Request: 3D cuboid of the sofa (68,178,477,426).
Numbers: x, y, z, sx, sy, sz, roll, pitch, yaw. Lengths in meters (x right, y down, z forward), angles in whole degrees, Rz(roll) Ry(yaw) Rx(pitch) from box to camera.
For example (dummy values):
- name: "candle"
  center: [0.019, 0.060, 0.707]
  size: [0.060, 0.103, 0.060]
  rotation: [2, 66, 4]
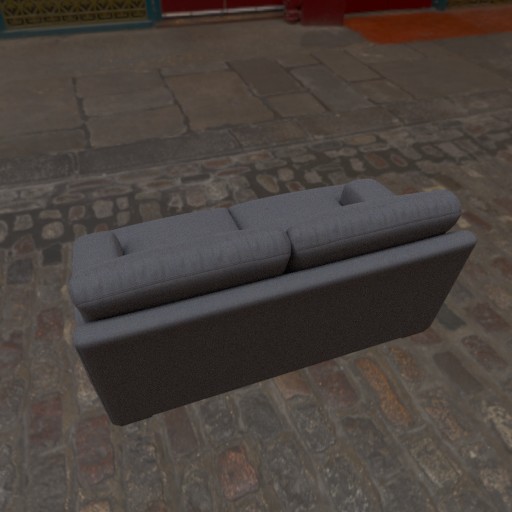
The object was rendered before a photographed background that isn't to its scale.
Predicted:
- name: "sofa"
  center: [0.000, 0.000, 2.422]
  size: [1.880, 0.940, 1.143]
  rotation: [-13, 43, -15]
